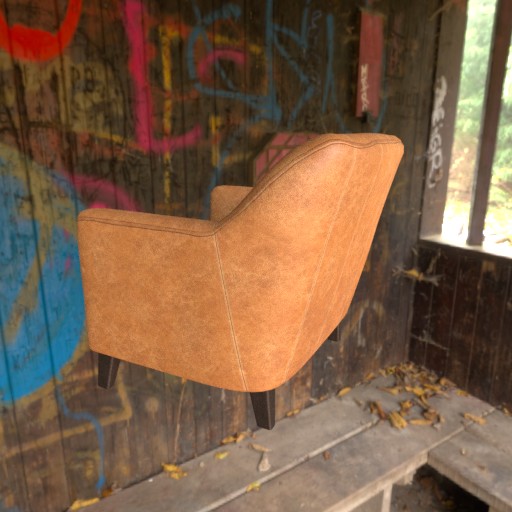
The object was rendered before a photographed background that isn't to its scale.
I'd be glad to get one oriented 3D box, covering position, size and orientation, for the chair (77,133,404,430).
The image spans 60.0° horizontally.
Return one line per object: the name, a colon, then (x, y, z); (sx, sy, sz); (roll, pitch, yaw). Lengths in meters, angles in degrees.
chair: (0.000, 0.000, 1.841); (1.034, 0.980, 1.037); (8, 17, 26)
